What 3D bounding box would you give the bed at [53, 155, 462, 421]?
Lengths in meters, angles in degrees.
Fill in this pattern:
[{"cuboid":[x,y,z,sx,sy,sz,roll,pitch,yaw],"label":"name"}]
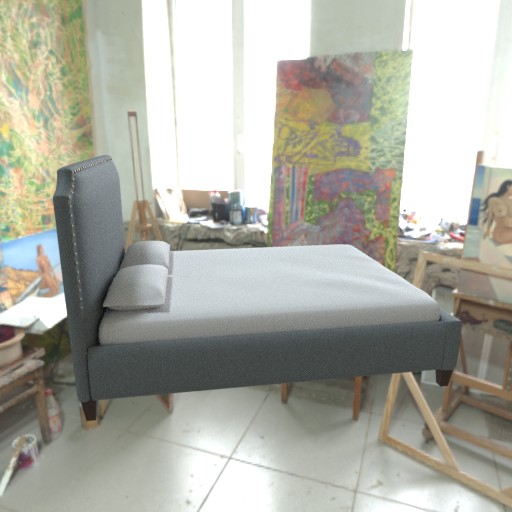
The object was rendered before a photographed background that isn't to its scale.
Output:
[{"cuboid":[0.000,0.000,3.326,2.372,1.443,1.712,-2,16,-9],"label":"bed"}]
